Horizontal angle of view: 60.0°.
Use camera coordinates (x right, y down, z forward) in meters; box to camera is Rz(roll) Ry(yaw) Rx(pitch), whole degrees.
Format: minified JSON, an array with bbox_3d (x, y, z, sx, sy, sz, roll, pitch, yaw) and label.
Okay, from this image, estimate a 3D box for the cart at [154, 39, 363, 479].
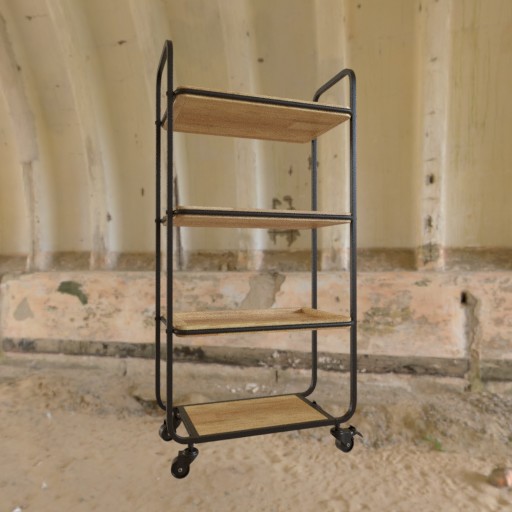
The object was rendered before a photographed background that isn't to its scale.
[{"bbox_3d":[0.000,0.000,1.275,0.545,1.080,0.321,0,-1,-19],"label":"cart"}]
